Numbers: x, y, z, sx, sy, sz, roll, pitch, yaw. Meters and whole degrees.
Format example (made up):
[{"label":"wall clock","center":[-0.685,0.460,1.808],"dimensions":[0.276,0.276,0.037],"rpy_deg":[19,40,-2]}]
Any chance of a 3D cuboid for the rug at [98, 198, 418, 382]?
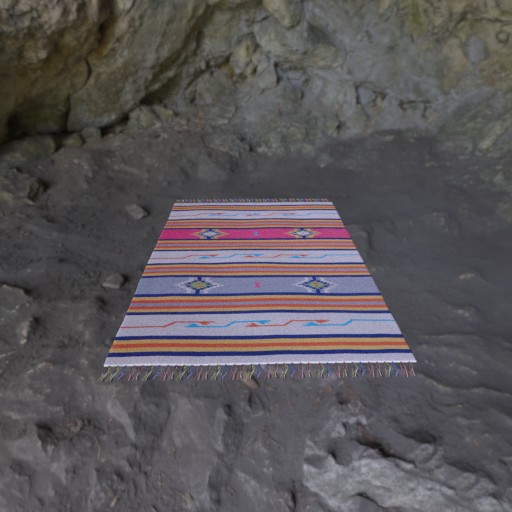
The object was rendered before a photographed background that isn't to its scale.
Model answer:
[{"label":"rug","center":[0.000,0.000,2.283],"dimensions":[1.084,0.013,1.849],"rpy_deg":[-1,26,-1]}]
